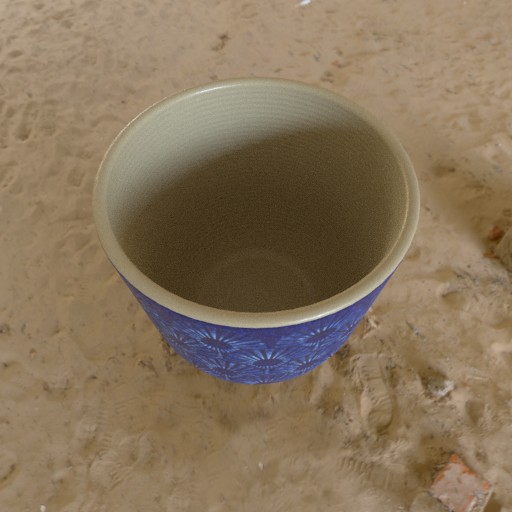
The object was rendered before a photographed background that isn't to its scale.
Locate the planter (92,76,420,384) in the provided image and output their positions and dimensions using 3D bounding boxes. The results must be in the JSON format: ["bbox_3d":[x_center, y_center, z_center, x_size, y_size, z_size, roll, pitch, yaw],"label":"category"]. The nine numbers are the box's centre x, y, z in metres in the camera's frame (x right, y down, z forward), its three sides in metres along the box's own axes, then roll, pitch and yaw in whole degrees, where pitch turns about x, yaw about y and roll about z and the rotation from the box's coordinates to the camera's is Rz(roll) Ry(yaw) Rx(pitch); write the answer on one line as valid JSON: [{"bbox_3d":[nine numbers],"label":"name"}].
[{"bbox_3d":[0.000,0.000,0.362,0.206,0.190,0.206,0,58,0],"label":"planter"}]
